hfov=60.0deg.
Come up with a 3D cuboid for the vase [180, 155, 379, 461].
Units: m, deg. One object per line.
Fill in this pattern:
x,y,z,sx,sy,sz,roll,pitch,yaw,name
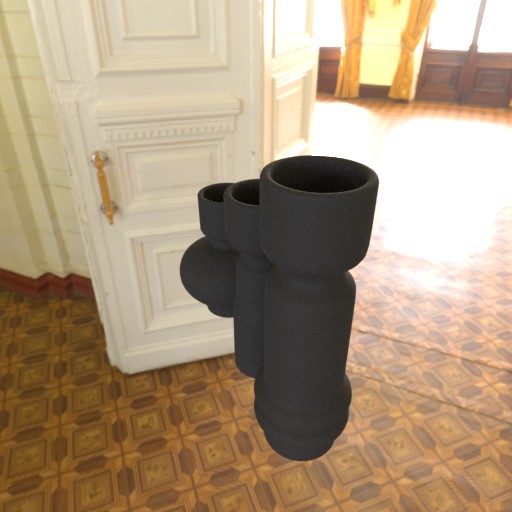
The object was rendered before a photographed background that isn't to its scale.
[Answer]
0.000,0.000,0.434,0.120,0.249,0.307,-11,33,-18,vase
